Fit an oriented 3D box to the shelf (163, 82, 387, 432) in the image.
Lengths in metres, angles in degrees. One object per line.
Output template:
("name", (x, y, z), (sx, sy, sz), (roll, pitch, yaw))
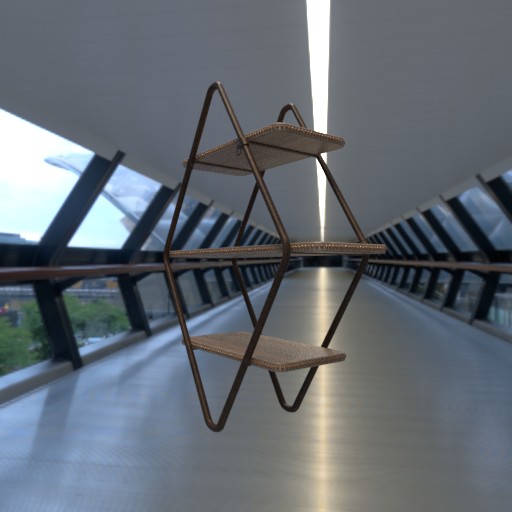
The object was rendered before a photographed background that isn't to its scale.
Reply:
("shelf", (0.000, 0.000, 1.041), (0.234, 0.774, 0.609), (1, -2, -37))
